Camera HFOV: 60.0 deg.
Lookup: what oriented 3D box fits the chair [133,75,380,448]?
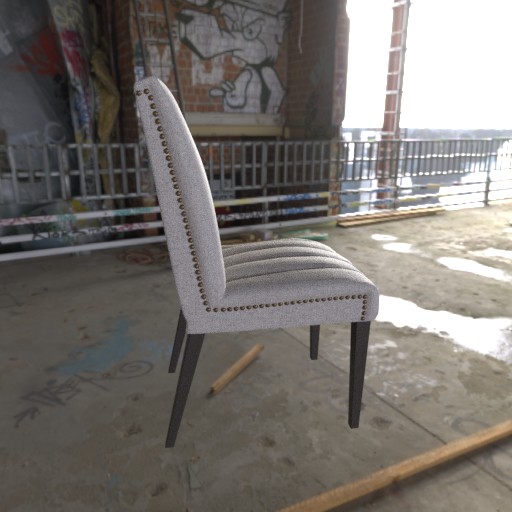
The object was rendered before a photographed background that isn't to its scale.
[{"bbox_3d":[0.000,0.000,1.407,0.647,1.016,0.511,-3,16,-9],"label":"chair"}]
